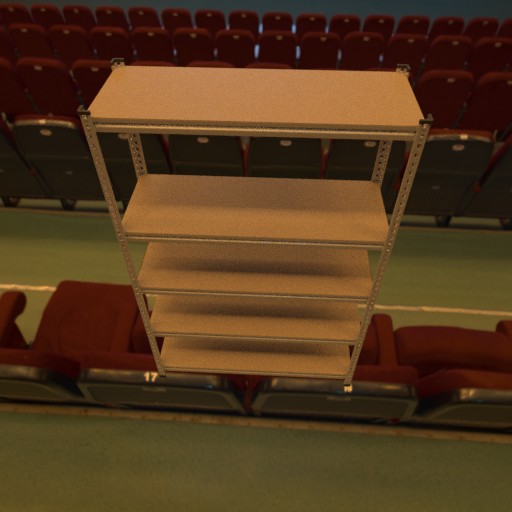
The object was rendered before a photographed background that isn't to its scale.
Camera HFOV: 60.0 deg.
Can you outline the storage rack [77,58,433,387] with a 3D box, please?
[{"bbox_3d":[0.000,0.000,2.318,1.219,1.829,0.457,2,46,2],"label":"storage rack"}]
